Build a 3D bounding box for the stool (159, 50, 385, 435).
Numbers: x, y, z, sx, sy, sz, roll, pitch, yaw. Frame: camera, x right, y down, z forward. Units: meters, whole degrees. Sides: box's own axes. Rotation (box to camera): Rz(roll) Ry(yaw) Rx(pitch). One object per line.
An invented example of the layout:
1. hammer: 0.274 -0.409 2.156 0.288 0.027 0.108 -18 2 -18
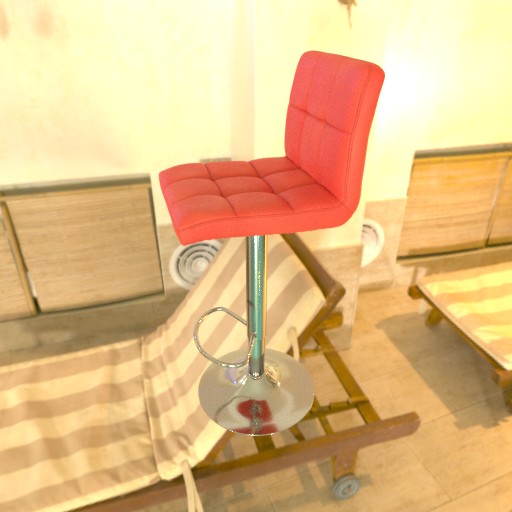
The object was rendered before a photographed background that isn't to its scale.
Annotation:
1. stool: 0.000 0.000 1.357 0.505 1.115 0.430 -8 30 -15
